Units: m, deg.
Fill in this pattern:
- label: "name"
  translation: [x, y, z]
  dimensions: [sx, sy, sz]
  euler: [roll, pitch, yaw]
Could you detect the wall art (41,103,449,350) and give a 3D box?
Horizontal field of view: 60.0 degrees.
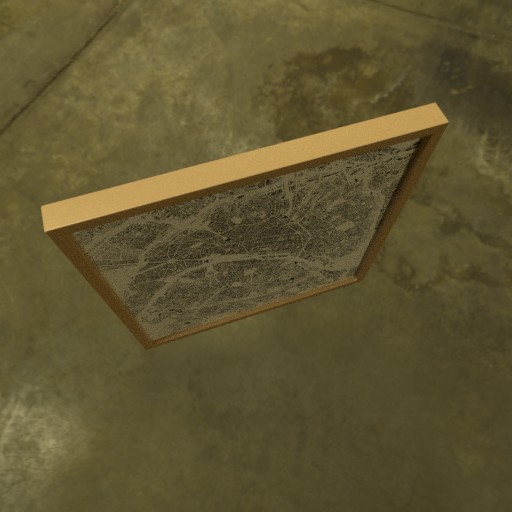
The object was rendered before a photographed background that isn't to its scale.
- label: "wall art"
  translation: [0.000, 0.000, 0.764]
  dimensions: [0.509, 0.509, 0.036]
  euler: [-17, 65, -8]
